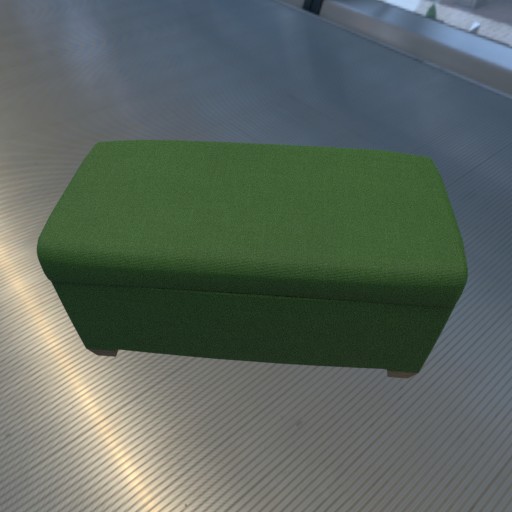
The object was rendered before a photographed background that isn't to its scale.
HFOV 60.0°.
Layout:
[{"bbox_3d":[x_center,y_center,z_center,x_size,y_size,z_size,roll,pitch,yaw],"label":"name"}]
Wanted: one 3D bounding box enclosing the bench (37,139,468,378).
[{"bbox_3d":[0.000,0.000,1.294,0.989,0.501,0.505,3,47,3],"label":"bench"}]
